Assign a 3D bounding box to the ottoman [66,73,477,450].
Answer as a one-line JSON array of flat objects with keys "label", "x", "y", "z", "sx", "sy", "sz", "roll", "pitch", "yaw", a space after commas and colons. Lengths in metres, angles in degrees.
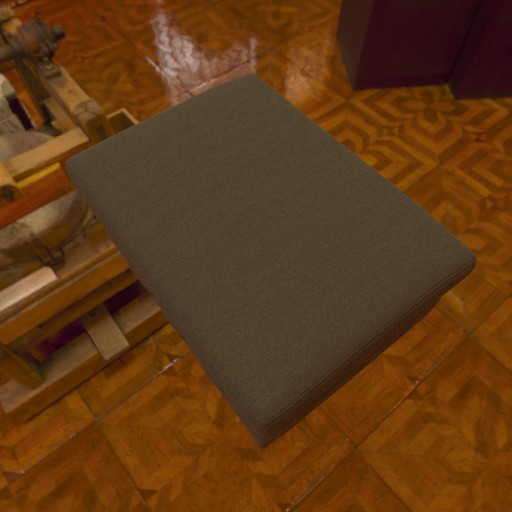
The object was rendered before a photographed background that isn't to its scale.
[{"label": "ottoman", "x": 0.000, "y": 0.000, "z": 1.132, "sx": 0.569, "sy": 0.500, "sz": 0.771, "roll": -33, "pitch": 63, "yaw": -19}]
